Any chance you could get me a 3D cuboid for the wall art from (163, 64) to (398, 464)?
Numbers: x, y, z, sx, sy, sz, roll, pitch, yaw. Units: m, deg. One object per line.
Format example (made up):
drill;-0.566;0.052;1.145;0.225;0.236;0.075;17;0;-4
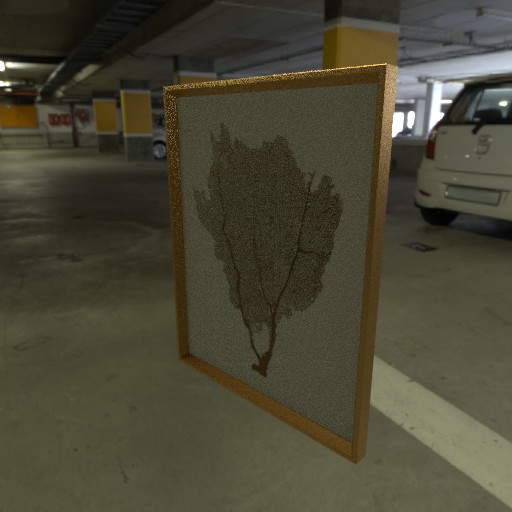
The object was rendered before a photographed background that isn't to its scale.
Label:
wall art;0.000;0.000;1.021;0.610;0.762;0.038;15;22;42
